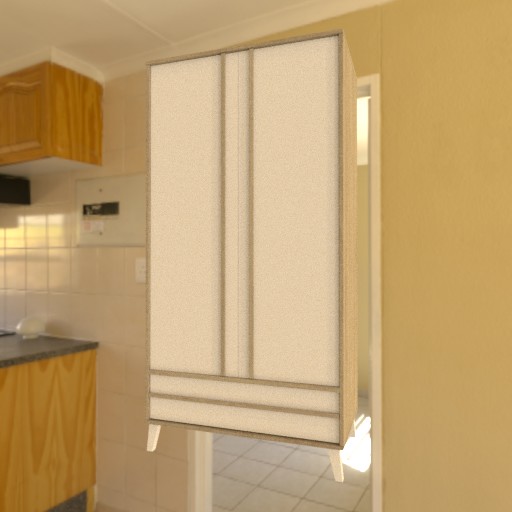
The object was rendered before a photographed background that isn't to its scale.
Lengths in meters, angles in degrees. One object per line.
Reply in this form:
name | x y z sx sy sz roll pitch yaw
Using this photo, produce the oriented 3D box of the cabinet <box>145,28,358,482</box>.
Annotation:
cabinet | 0.000 0.000 2.378 1.006 1.999 0.571 0 -1 19
